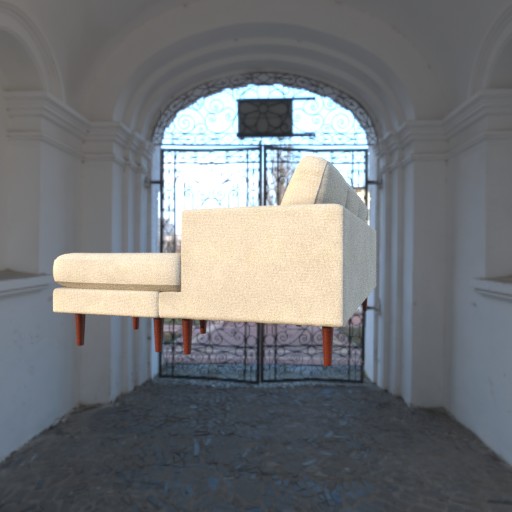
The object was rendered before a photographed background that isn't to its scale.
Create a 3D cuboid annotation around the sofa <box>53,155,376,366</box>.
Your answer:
[{"bbox_3d":[0.000,0.000,3.109,1.504,0.956,2.233,0,1,19],"label":"sofa"}]
